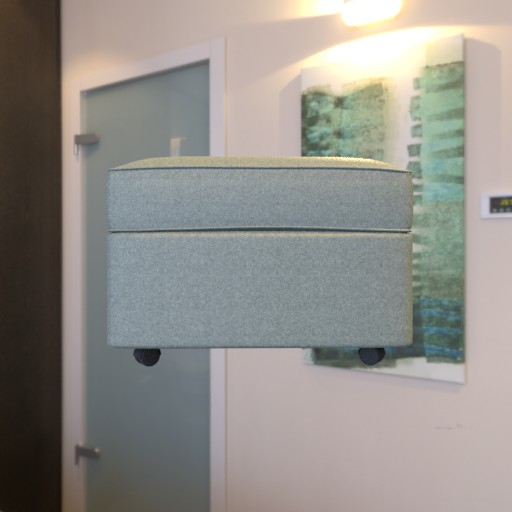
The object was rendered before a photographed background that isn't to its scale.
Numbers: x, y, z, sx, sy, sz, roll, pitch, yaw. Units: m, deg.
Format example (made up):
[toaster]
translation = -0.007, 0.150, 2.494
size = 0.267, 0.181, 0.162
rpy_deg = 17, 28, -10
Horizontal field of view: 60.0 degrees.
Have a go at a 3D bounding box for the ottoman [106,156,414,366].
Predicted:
[ottoman]
translation = 0.000, 0.000, 1.527
size = 0.681, 0.494, 1.173
rpy_deg = 0, 0, -1
